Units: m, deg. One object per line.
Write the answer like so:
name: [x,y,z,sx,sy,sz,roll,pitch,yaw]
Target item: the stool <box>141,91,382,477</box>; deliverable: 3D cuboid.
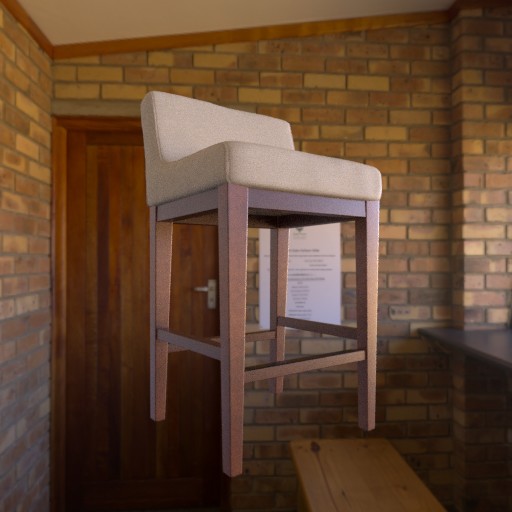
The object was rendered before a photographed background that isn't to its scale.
stool: [0.000,0.000,1.240,0.511,0.937,0.500,0,-1,-36]
